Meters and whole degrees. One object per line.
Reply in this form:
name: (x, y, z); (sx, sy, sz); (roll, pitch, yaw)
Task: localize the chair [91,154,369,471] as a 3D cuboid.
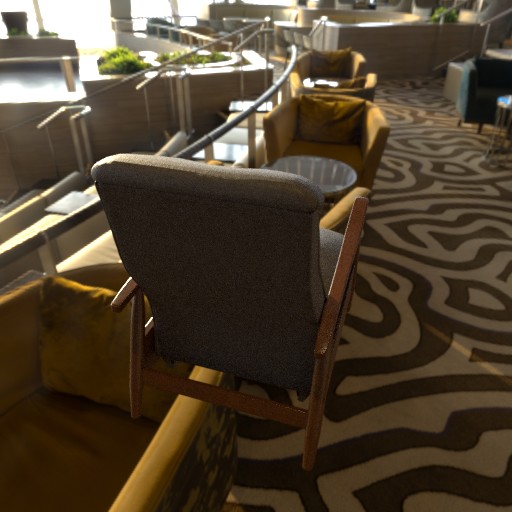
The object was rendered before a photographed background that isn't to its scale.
chair: (0.000, 0.000, 1.775); (0.762, 1.081, 1.014); (10, 33, 15)
